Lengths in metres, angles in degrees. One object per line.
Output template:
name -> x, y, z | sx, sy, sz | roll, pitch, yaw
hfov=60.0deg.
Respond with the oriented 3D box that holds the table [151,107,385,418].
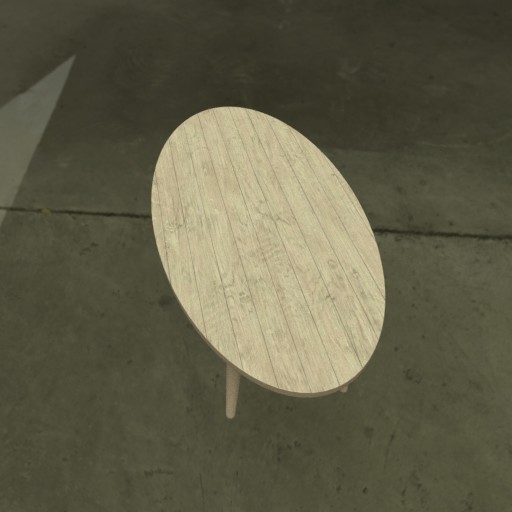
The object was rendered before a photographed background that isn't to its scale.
table -> 0.000, 0.000, 1.312 | 0.542, 0.390, 1.083 | -10, 47, -9
